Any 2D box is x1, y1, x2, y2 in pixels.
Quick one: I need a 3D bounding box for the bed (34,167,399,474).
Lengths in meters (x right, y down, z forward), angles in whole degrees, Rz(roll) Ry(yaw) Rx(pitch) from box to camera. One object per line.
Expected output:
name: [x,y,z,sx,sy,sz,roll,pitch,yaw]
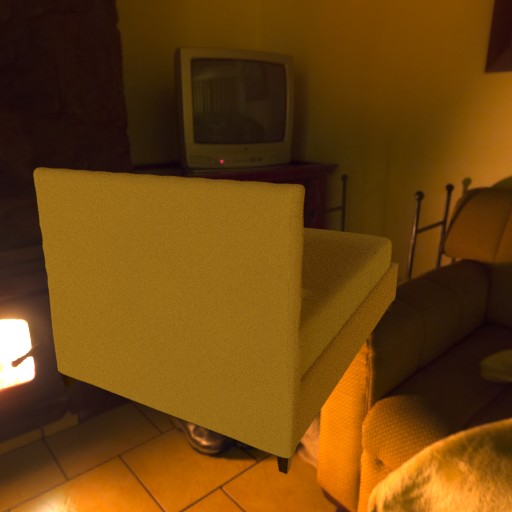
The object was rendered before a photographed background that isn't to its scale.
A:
bed: [0.000,0.000,3.354,1.698,1.427,2.387,9,19,28]
